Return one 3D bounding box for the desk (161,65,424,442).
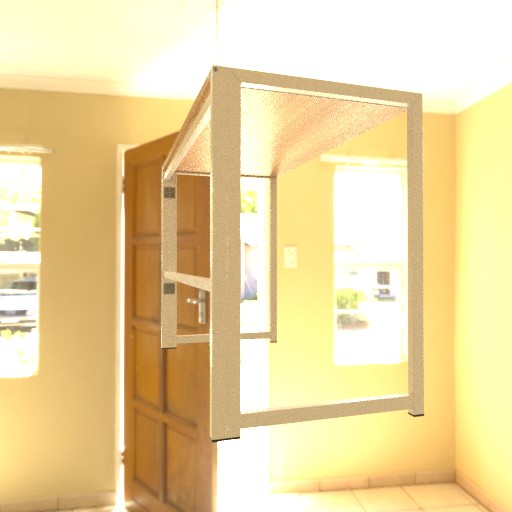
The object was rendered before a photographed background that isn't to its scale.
[{"bbox_3d":[0.000,0.000,1.451,0.508,0.762,1.016,0,-1,-18],"label":"desk"}]
